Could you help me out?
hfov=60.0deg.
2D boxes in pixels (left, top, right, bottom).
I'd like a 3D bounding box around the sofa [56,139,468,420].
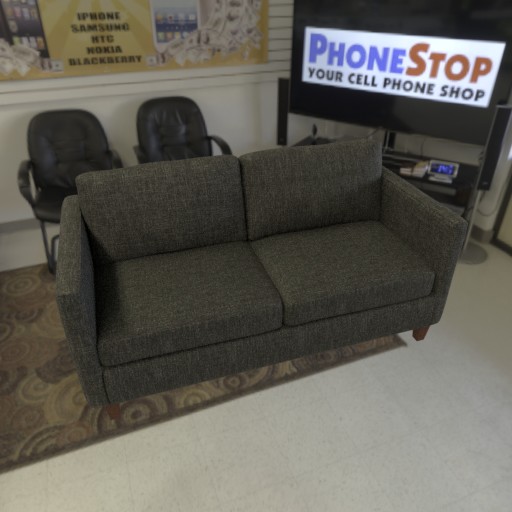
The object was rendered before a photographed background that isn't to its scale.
[{"bbox_3d":[0.000,0.000,2.376,1.884,0.963,0.950,-10,34,-15],"label":"sofa"}]
